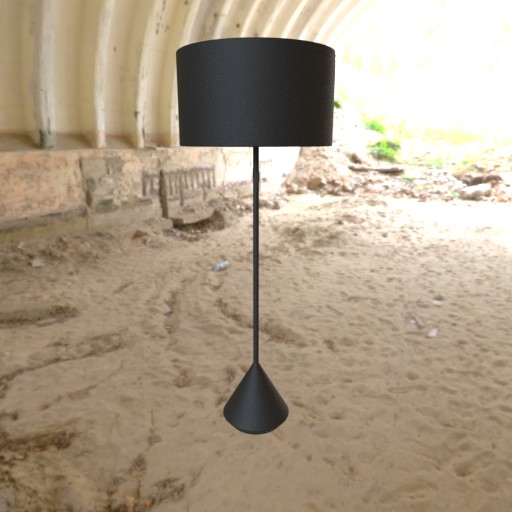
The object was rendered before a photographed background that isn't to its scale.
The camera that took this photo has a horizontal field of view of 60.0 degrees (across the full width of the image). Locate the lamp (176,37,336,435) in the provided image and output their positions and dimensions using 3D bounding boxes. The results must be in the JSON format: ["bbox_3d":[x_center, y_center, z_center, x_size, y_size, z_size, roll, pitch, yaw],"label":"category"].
[{"bbox_3d":[0.000,0.000,1.818,0.580,1.526,0.580,-2,15,-8],"label":"lamp"}]
